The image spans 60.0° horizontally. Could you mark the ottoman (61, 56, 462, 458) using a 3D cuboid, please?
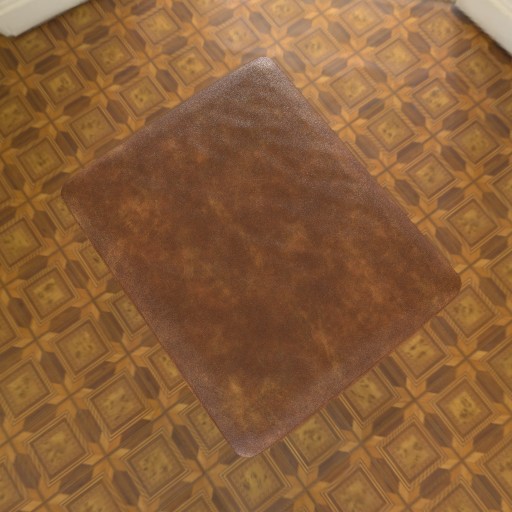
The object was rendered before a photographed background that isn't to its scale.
[{"bbox_3d":[0.000,0.000,1.130,0.603,0.476,0.751,-36,79,-8],"label":"ottoman"}]
